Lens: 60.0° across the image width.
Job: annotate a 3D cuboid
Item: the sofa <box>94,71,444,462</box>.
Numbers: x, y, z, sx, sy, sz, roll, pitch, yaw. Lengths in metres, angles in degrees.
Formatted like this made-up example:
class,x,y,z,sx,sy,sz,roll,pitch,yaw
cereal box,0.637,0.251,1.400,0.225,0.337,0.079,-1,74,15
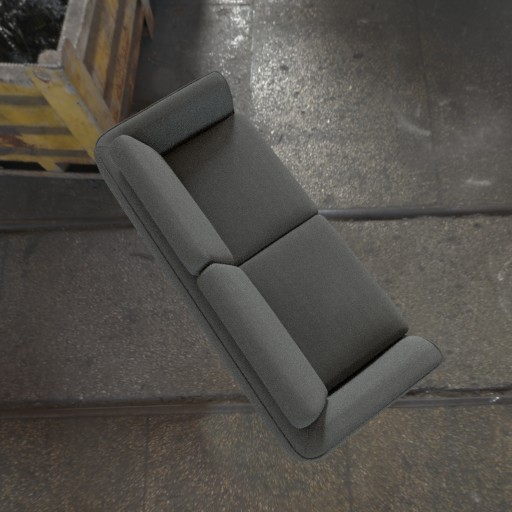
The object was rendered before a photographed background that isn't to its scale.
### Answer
class,x,y,z,sx,sy,sz,roll,pitch,yaw
sofa,0.000,0.000,2.433,0.920,0.850,2.000,-34,77,-9
